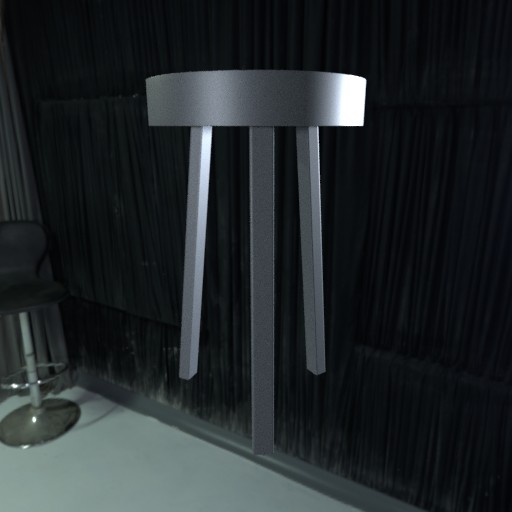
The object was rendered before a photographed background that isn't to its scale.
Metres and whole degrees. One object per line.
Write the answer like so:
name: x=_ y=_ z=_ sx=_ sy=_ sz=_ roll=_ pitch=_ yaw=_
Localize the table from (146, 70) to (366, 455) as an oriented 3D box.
table: x=0.000 y=0.000 z=0.938 sx=0.406 sy=0.686 sz=0.406 roll=8 pitch=18 yaw=25
